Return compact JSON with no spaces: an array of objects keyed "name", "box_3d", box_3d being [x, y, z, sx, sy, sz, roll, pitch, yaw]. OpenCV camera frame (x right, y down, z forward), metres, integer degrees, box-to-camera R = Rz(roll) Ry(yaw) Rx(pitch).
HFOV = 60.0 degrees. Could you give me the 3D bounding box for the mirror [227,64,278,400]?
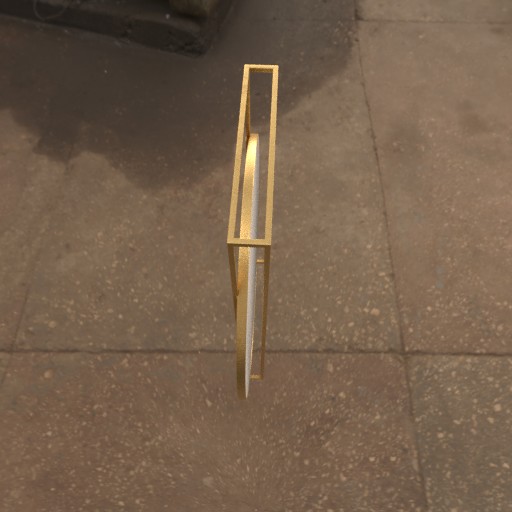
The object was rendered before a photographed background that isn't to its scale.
[{"name":"mirror","box_3d":[0.000,0.000,0.848,0.051,0.603,0.508,3,60,1]}]
